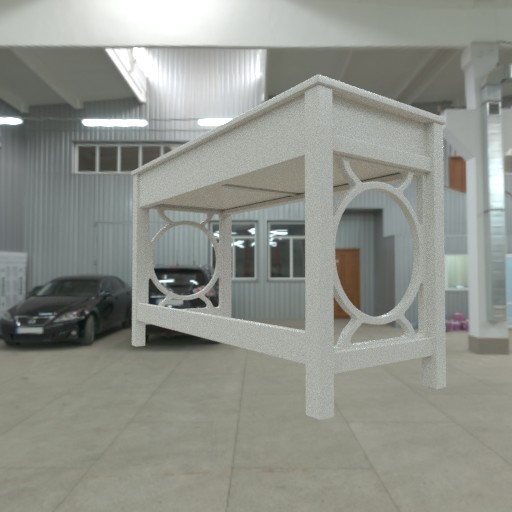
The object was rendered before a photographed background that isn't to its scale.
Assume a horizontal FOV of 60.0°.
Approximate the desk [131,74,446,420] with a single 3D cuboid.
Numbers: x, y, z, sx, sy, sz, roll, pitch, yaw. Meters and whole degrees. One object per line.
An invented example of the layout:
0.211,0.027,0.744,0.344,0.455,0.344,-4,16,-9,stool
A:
0.000,0.000,1.593,0.504,0.762,1.191,1,-2,-35,desk
